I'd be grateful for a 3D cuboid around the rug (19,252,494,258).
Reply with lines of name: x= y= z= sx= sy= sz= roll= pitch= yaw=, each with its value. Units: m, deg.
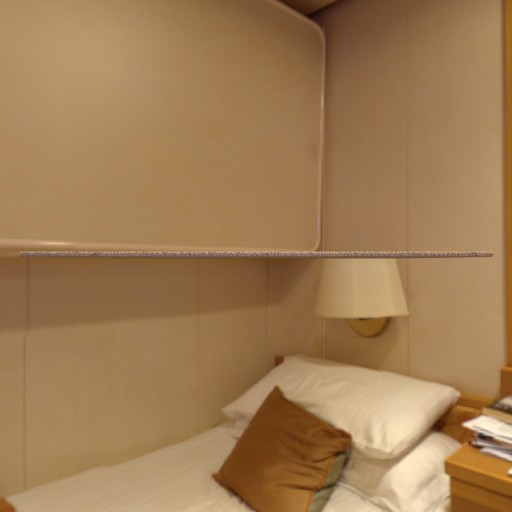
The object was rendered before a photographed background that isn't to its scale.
rug: x=0.000 y=0.000 z=2.920 sx=2.349 sy=0.025 sz=1.500 roll=0 pitch=-1 yaw=-1
